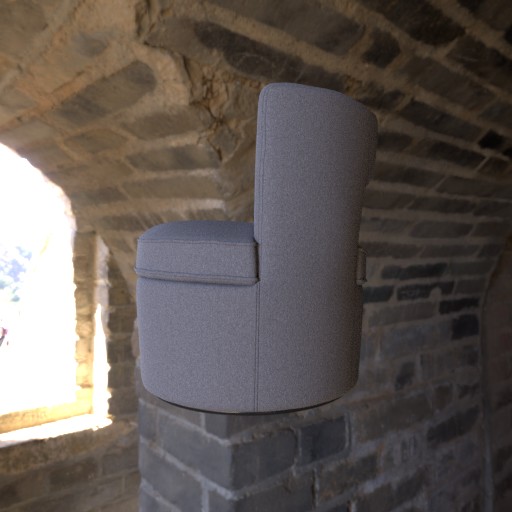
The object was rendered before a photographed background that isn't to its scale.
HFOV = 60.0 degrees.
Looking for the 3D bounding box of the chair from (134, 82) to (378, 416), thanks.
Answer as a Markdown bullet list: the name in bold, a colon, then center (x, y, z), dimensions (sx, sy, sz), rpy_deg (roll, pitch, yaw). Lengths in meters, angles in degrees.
- **chair**: center (0.000, 0.000, 1.245), dimensions (0.660, 0.719, 0.689), rpy_deg (0, -1, 0)
